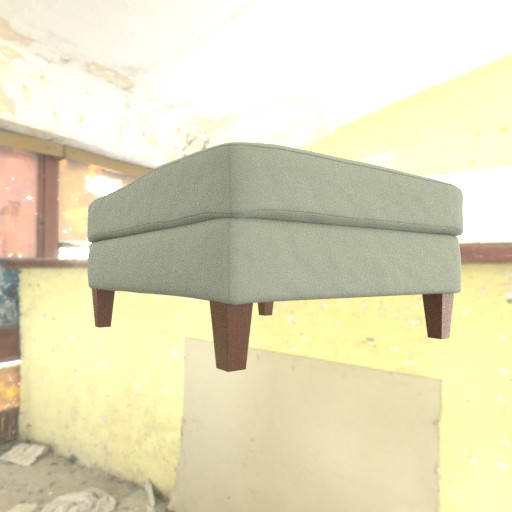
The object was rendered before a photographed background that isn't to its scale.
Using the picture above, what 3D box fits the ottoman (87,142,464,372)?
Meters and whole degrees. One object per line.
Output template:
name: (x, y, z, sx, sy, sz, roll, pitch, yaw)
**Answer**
ottoman: (0.000, 0.000, 1.455, 0.842, 0.494, 0.991, 1, -3, -36)
